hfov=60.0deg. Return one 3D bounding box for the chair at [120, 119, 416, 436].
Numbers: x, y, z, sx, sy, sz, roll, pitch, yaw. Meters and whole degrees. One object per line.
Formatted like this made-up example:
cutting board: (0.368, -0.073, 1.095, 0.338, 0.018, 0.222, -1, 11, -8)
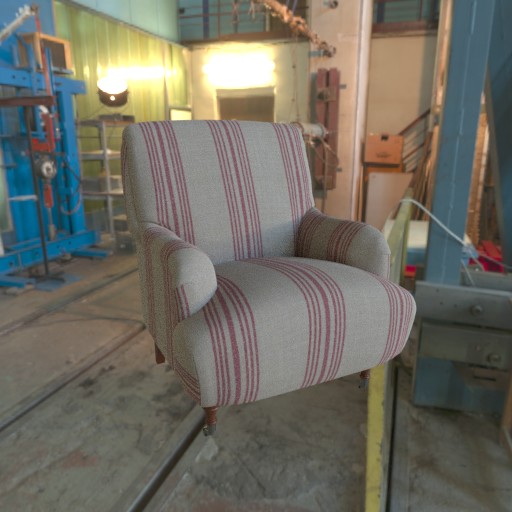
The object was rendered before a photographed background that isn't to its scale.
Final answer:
chair: (0.000, 0.000, 1.869, 0.933, 1.123, 1.058, -7, 17, -25)
